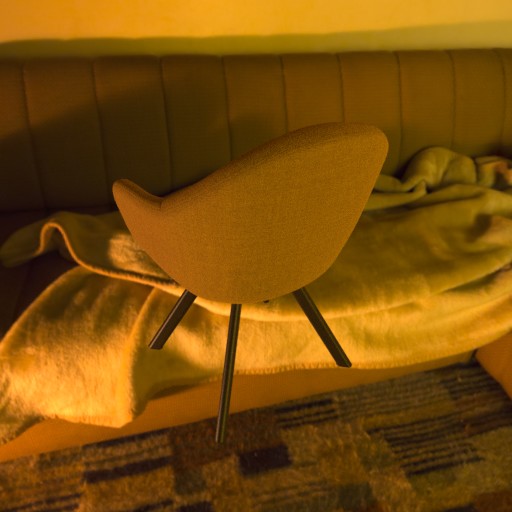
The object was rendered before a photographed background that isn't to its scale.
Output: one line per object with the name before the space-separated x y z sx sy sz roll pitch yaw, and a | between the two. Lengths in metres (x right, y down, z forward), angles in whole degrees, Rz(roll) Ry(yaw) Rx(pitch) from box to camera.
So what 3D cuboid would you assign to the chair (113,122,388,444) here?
chair | 0.000 0.000 1.191 0.590 0.795 0.550 -20 37 -29
